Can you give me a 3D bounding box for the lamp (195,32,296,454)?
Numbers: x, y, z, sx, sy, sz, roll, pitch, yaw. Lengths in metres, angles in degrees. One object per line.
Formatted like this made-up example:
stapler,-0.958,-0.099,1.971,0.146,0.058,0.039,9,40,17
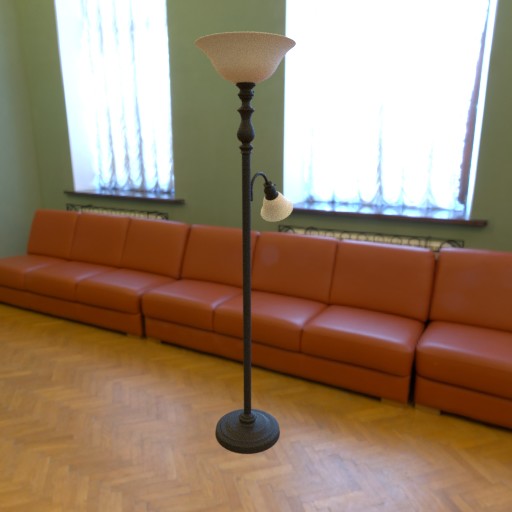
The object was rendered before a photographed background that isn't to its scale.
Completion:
lamp,0.000,0.000,2.076,0.405,1.793,0.588,7,16,26
